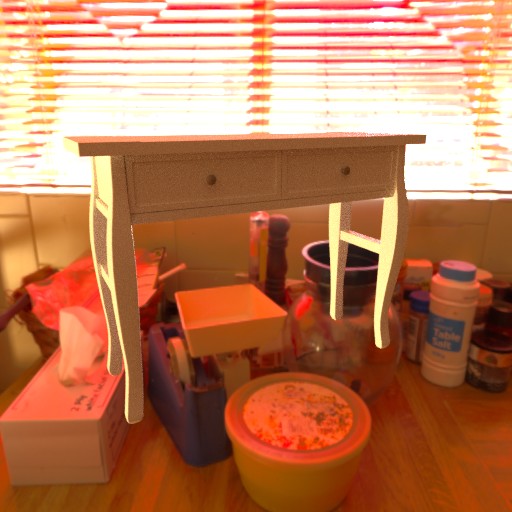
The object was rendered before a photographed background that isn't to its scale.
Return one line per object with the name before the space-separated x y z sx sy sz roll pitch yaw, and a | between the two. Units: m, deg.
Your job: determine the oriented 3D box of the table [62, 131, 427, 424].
table | 0.000 0.000 1.463 1.062 0.768 0.373 -9 19 -26
